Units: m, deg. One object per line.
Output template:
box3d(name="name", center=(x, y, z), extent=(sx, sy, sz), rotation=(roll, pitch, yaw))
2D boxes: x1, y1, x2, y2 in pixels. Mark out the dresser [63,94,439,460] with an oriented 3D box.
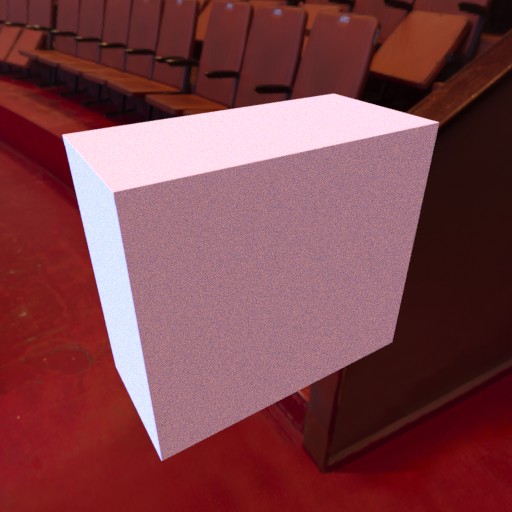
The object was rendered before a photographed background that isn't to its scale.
box3d(name="dresser", center=(0.000, 0.000, 1.276), extent=(0.830, 0.740, 0.420), rotation=(-18, 36, -27))
